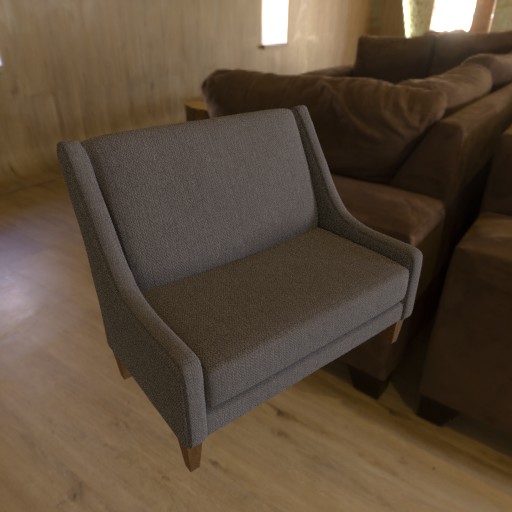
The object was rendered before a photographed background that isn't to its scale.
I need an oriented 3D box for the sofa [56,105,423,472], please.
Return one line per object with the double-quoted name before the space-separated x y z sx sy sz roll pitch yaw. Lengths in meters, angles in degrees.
"sofa" 0.000 0.000 1.892 1.242 1.022 0.873 -20 35 -33
